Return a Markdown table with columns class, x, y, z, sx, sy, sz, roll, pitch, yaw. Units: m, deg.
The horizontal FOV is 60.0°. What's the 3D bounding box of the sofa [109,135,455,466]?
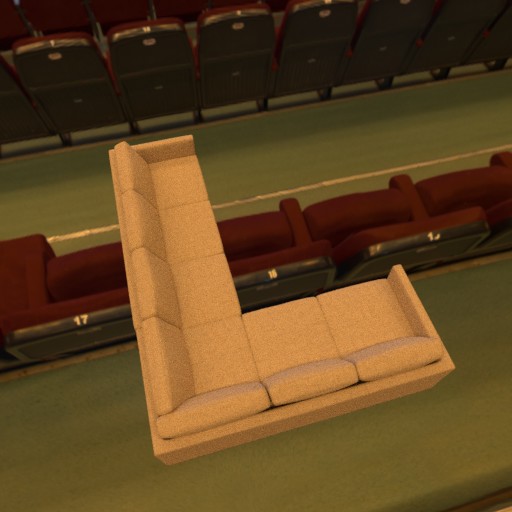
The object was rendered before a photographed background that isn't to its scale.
| class | x | y | z | sx | sy | sz | roll | pitch | yaw |
| --- | --- | --- | --- | --- | --- | --- | --- | --- | --- |
| sofa | 0.000 | 0.000 | 4.360 | 2.432 | 0.863 | 3.182 | -13 | 59 | -8 |
